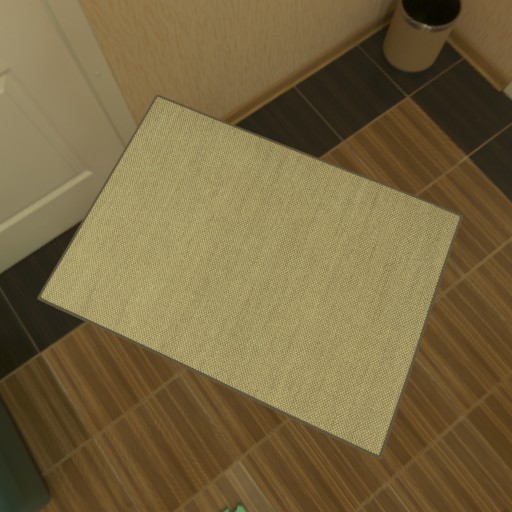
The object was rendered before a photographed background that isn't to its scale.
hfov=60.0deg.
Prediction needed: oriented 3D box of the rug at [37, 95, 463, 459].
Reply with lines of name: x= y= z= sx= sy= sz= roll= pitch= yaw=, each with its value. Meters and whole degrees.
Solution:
rug: x=0.000 y=0.000 z=2.662 sx=2.133 sy=0.012 sz=1.523 roll=23 pitch=76 yaw=6
